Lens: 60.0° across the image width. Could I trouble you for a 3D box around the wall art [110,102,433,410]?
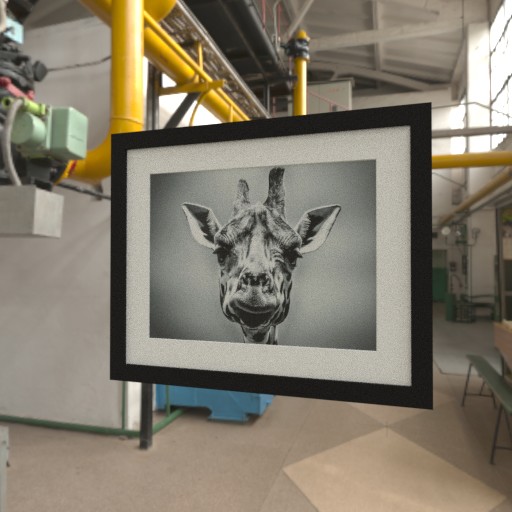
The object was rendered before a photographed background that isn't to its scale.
[{"bbox_3d":[0.000,0.000,0.755,0.558,0.457,0.031,0,-1,17],"label":"wall art"}]
